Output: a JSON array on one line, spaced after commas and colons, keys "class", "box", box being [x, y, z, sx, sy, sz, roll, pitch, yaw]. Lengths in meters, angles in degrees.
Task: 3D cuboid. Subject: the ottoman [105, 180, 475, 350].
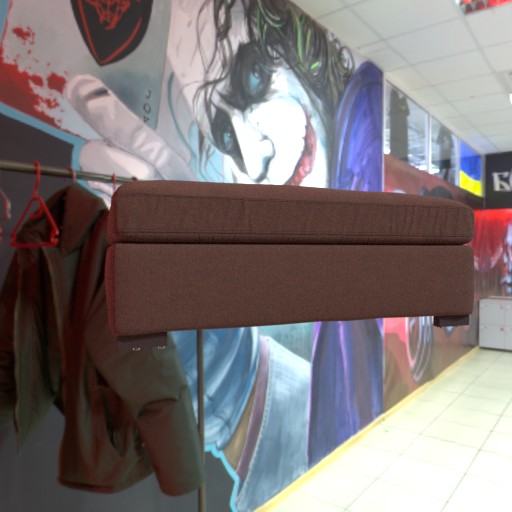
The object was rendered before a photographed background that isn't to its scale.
[{"class": "ottoman", "box": [0.000, 0.000, 1.832, 1.181, 0.470, 1.181, 0, 1, -19]}]
